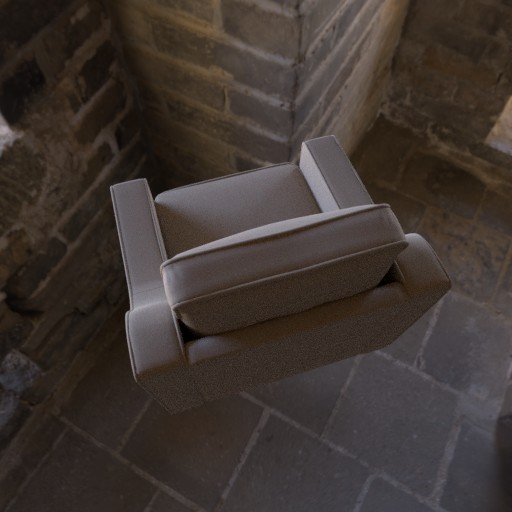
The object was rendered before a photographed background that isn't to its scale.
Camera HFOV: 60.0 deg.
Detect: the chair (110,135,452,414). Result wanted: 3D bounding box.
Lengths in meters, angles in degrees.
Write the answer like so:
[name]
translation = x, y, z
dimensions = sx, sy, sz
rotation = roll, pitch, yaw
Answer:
[chair]
translation = 0.000, 0.000, 1.668
dimensions = 0.922, 0.948, 0.882
rotation = -15, 60, -9
